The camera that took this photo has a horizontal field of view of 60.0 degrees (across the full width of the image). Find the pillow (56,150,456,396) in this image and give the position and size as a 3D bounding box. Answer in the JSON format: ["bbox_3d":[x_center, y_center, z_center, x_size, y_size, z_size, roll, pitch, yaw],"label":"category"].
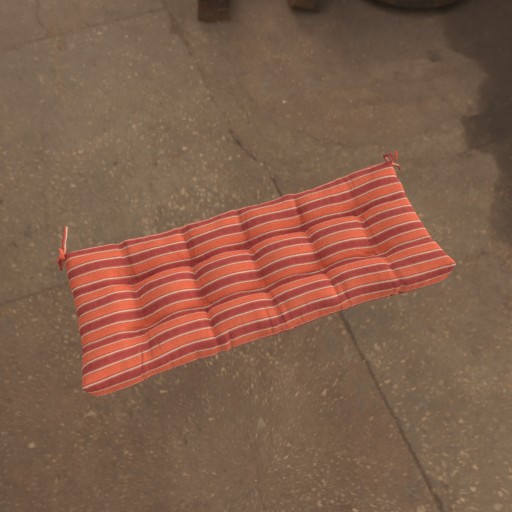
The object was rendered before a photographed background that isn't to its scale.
[{"bbox_3d":[0.000,0.000,1.375,1.194,0.174,0.511,-17,64,-8],"label":"pillow"}]
